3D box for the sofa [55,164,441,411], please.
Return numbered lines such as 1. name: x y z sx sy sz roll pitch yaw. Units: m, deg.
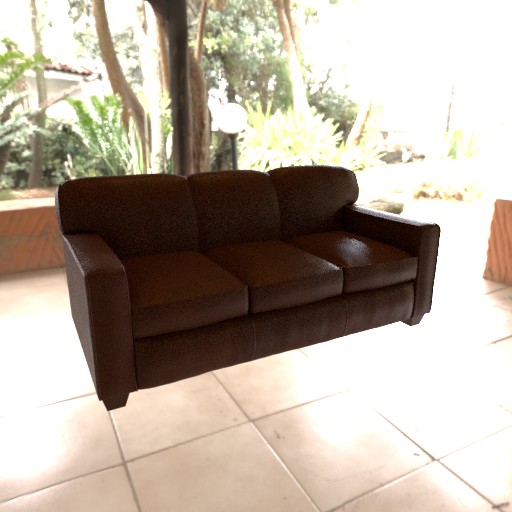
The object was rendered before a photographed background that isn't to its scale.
1. sofa: 0.000 0.000 2.607 2.039 0.953 1.008 -8 18 -27
